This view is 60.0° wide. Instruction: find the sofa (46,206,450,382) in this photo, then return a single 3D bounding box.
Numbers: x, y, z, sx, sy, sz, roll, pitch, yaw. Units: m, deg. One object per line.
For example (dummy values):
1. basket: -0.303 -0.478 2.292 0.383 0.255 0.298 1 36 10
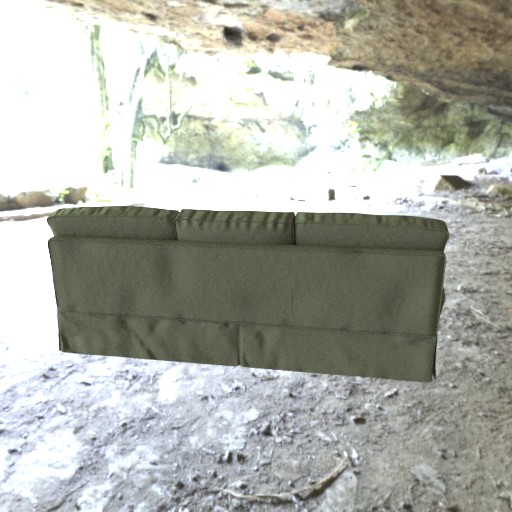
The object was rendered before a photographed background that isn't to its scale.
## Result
1. sofa: 0.000 0.000 3.465 2.475 0.978 1.733 2 16 9
